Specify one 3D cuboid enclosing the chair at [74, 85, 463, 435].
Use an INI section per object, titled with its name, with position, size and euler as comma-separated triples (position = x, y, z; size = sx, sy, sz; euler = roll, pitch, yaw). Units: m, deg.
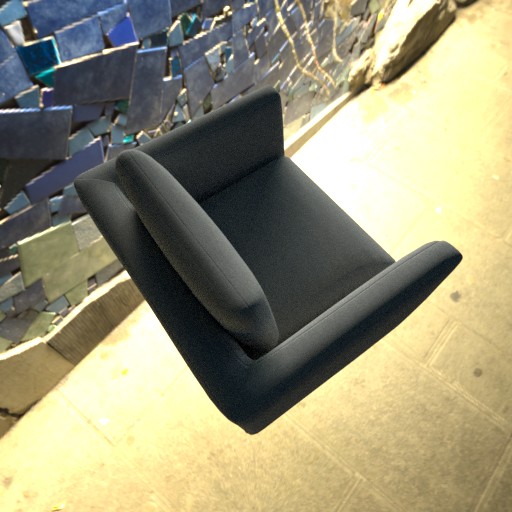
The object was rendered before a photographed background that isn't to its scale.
[chair]
position = 0.000, 0.000, 1.684
size = 0.889, 0.864, 1.041
euler = -32, 64, -18
